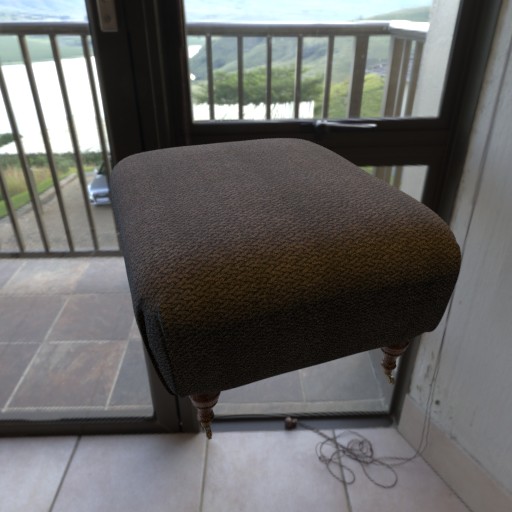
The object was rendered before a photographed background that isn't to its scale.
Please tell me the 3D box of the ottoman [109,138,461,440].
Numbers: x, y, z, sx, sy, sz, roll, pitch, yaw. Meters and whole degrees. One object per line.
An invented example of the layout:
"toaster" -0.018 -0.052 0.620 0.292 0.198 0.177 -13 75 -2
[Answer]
"ottoman" 0.000 0.000 1.092 0.622 0.450 0.747 -10 32 -17
